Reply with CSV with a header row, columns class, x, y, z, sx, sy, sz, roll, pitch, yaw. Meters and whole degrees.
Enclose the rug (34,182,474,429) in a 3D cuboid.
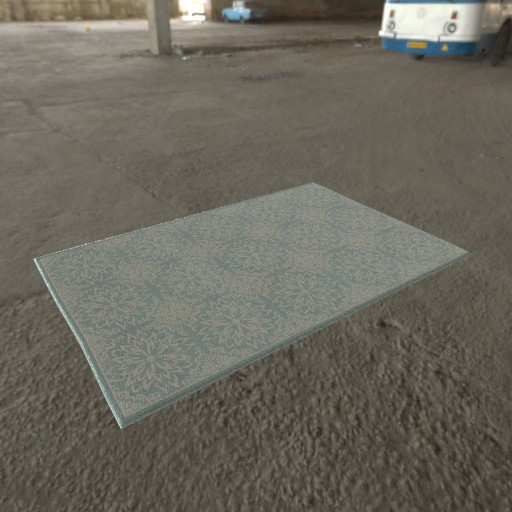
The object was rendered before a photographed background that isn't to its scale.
class,x,y,z,sx,sy,sz,roll,pitch,yaw
rug,0.000,0.000,2.218,1.840,0.012,1.219,-19,36,-30
